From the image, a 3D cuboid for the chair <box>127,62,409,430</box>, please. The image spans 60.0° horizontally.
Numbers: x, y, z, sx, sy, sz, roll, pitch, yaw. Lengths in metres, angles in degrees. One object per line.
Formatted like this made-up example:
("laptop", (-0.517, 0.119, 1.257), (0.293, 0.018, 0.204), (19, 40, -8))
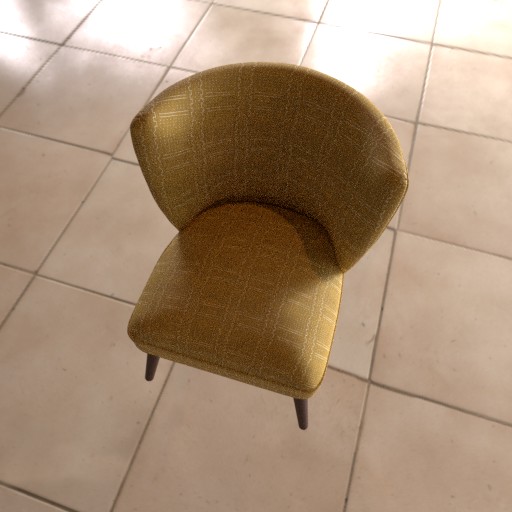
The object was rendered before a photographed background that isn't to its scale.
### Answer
("chair", (0.000, 0.000, 1.391), (0.706, 0.866, 0.758), (15, 60, 9))
